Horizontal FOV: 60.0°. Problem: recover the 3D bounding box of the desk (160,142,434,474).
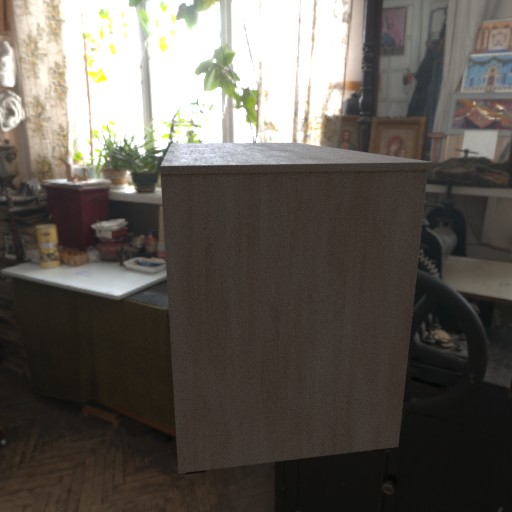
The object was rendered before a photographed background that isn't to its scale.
[{"bbox_3d":[0.000,0.000,1.643,0.600,0.770,1.251,-3,17,-9],"label":"desk"}]
